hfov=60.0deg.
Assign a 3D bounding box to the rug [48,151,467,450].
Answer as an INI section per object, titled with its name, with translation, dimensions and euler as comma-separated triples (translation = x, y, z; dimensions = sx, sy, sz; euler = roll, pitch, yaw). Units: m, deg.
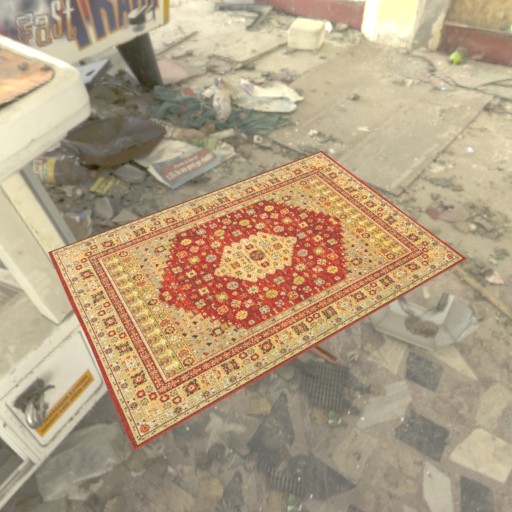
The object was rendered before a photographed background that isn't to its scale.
[rug]
translation = 0.000, 0.000, 2.288
dimensions = 1.802, 0.013, 1.194
euler = -24, 50, -22
